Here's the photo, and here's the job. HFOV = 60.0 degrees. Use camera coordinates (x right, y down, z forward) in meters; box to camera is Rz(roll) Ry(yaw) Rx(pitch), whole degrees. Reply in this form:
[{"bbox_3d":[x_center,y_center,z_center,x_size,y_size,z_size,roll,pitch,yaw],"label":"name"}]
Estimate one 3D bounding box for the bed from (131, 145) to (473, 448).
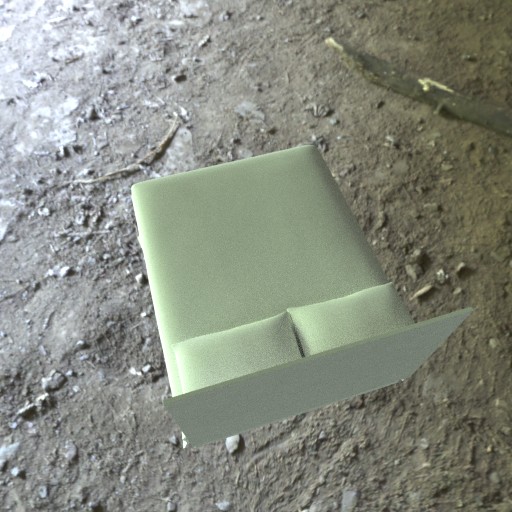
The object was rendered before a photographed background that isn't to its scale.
[{"bbox_3d":[0.000,0.000,3.228,1.745,1.335,2.094,-15,59,-9],"label":"bed"}]
